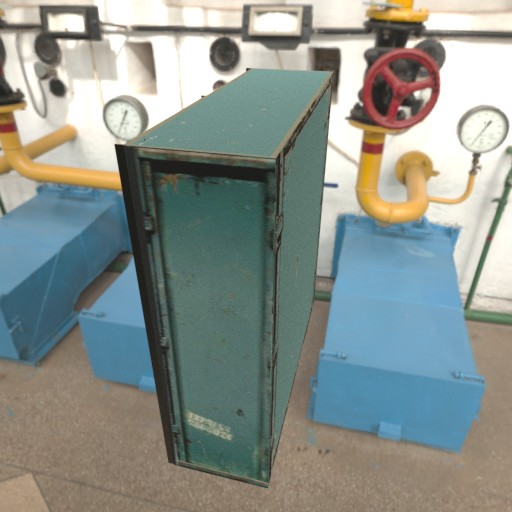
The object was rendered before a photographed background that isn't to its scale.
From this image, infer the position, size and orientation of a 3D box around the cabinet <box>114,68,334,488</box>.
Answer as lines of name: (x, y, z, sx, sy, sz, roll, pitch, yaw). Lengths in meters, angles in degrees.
cabinet: (0.000, 0.000, 3.136, 0.680, 2.160, 2.000, 8, 32, 13)
